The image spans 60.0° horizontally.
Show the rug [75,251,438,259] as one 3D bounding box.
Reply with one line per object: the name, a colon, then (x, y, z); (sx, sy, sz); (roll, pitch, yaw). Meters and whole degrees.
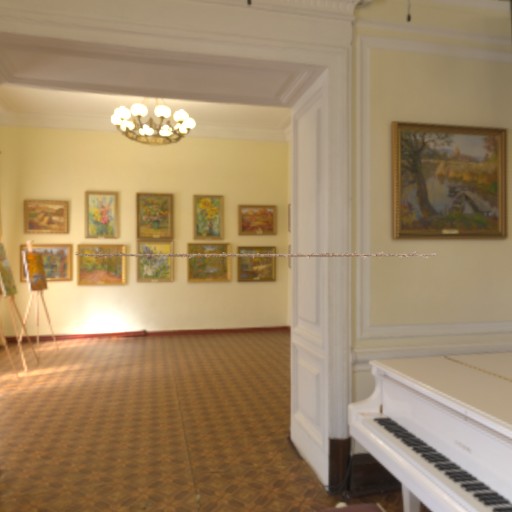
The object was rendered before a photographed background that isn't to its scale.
rug: (0.000, 0.000, 2.481); (1.224, 0.027, 2.021); (0, 0, 0)
